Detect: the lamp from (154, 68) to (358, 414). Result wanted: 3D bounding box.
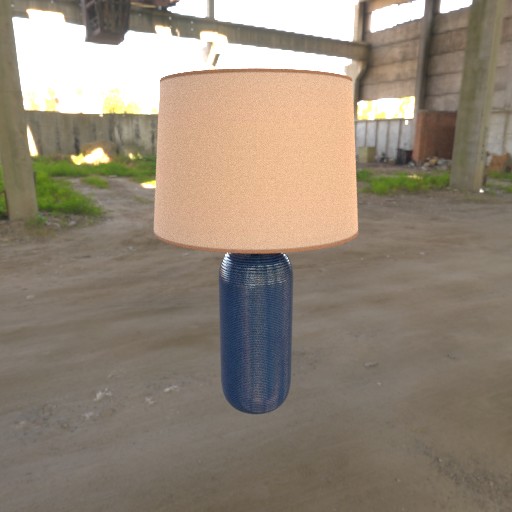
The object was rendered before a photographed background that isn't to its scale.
[{"bbox_3d":[0.000,0.000,0.828,0.367,0.609,0.367,0,15,0],"label":"lamp"}]
